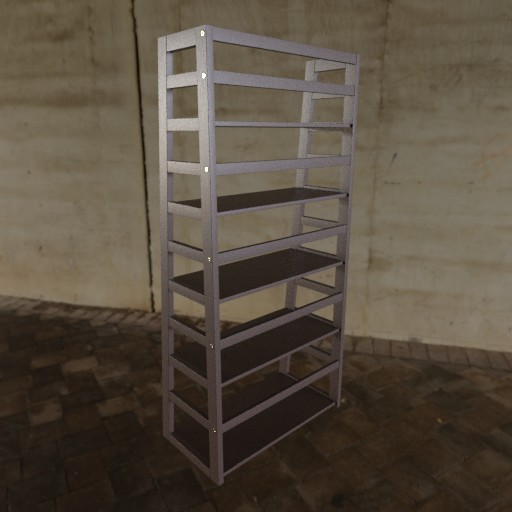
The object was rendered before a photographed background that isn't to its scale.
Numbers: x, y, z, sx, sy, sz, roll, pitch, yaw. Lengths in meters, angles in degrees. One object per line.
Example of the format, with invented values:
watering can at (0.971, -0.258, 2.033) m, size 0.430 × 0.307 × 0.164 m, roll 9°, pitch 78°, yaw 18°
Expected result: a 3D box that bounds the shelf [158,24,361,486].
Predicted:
shelf at (0.000, 0.000, 1.868) m, size 0.763 × 1.600 × 0.403 m, roll -14°, pitch 21°, yaw -41°
